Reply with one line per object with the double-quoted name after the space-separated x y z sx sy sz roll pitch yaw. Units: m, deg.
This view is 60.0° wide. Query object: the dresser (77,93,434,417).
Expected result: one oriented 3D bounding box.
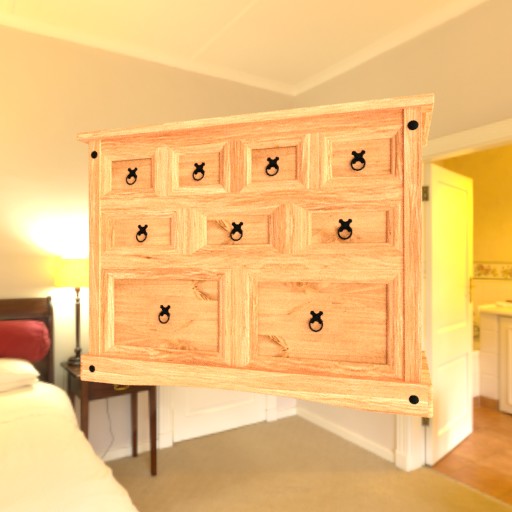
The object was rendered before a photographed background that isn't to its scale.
0.000 0.000 1.354 0.990 0.740 0.410 0 0 19 "dresser"
